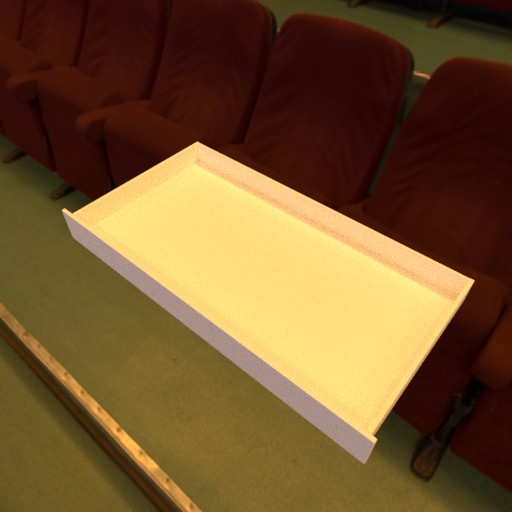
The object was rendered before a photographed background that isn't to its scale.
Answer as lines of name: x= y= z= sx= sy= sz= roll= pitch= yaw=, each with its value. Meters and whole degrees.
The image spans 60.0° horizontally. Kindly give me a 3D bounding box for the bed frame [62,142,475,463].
bed frame: x=0.000 y=0.000 z=1.557 sx=1.300 sy=0.141 sz=0.670 roll=32 pitch=54 yaw=27
